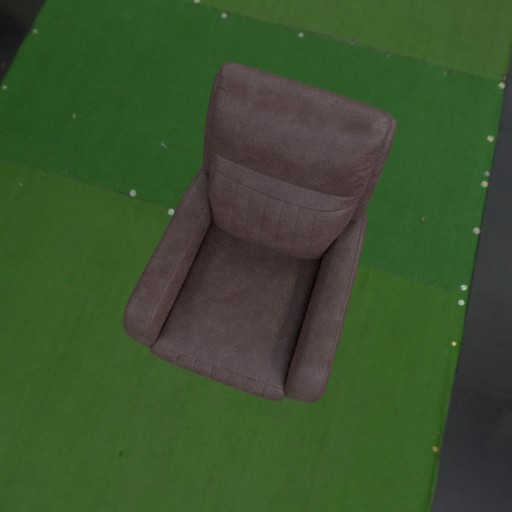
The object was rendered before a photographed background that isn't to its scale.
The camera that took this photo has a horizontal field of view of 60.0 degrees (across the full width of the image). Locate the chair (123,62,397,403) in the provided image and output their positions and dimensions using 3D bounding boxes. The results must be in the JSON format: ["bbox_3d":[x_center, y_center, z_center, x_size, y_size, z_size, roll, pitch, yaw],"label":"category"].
[{"bbox_3d":[0.000,0.000,1.855,0.865,1.067,1.067,19,76,5],"label":"chair"}]
